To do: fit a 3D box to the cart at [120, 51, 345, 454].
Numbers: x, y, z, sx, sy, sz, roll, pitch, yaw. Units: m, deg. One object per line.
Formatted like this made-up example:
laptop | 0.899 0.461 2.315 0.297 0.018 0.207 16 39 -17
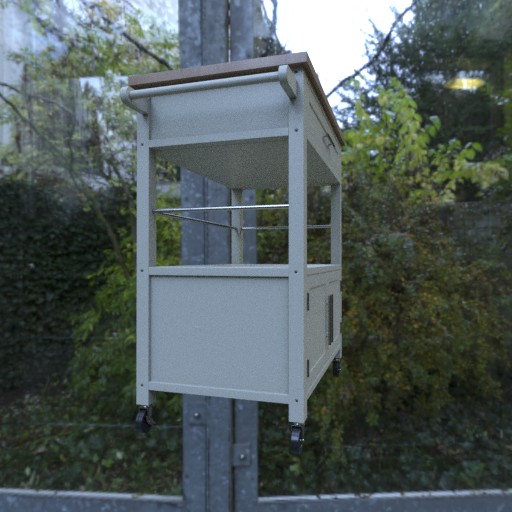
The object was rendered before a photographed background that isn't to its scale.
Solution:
cart | 0.000 0.000 1.371 0.459 0.901 0.840 0 0 18
